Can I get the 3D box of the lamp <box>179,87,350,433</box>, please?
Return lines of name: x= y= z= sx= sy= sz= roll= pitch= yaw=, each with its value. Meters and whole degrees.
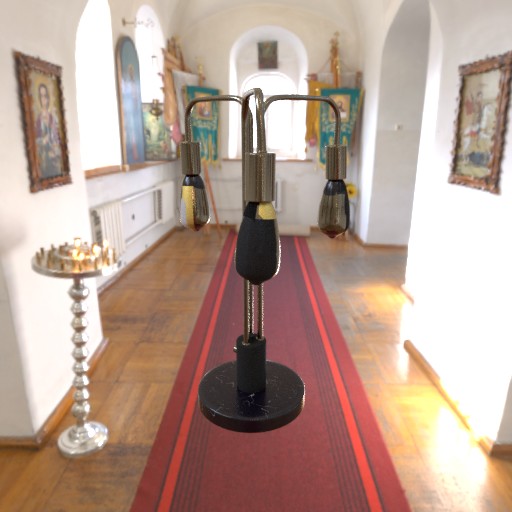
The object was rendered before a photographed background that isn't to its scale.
lamp: x=0.000 y=0.000 z=0.815 sx=0.355 sy=0.560 sz=0.368 roll=-16 pitch=23 yaw=-42
